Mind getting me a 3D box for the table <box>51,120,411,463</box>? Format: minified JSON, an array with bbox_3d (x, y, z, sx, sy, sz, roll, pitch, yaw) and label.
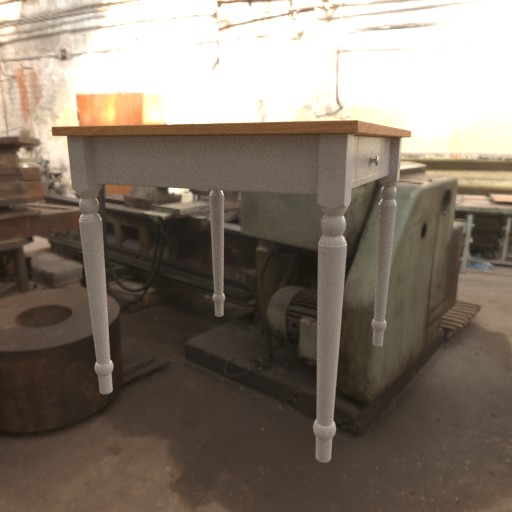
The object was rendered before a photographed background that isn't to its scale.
[{"bbox_3d":[0.000,0.000,1.338,0.747,0.738,0.747,7,16,25],"label":"table"}]
